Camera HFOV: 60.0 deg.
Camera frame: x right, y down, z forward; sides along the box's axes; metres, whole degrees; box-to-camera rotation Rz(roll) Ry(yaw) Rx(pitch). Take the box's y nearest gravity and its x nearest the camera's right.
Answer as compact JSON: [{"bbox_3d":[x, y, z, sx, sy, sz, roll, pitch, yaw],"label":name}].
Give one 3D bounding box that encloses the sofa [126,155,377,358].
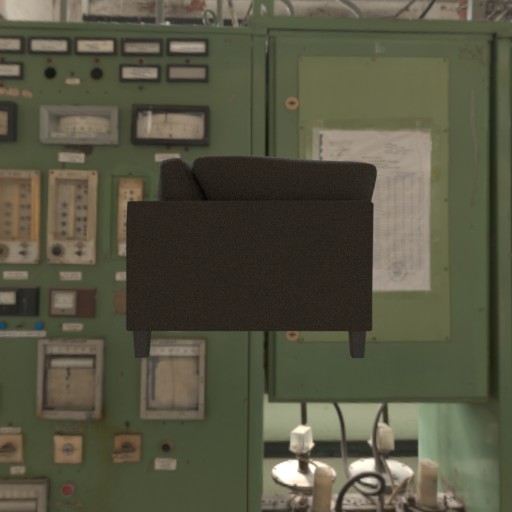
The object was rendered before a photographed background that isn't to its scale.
[{"bbox_3d":[0.000,0.000,2.783,0.969,0.792,2.312,0,0,0],"label":"sofa"}]
